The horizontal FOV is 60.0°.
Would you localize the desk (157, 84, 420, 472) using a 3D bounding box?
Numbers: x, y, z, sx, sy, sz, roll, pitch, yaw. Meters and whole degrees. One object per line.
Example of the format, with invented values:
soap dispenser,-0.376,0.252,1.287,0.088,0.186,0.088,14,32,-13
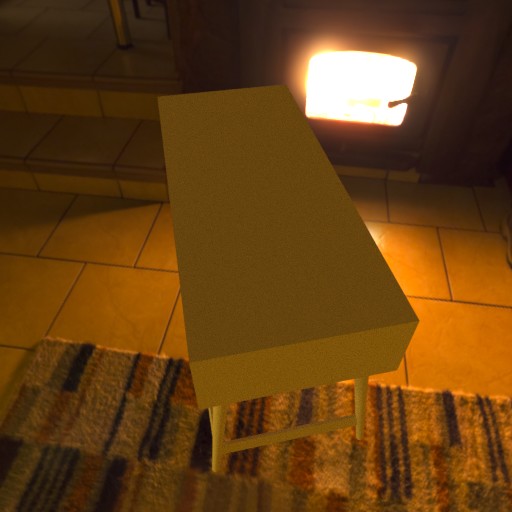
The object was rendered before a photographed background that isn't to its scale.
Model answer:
desk,0.000,0.000,1.776,0.589,0.762,1.313,-9,47,-8
